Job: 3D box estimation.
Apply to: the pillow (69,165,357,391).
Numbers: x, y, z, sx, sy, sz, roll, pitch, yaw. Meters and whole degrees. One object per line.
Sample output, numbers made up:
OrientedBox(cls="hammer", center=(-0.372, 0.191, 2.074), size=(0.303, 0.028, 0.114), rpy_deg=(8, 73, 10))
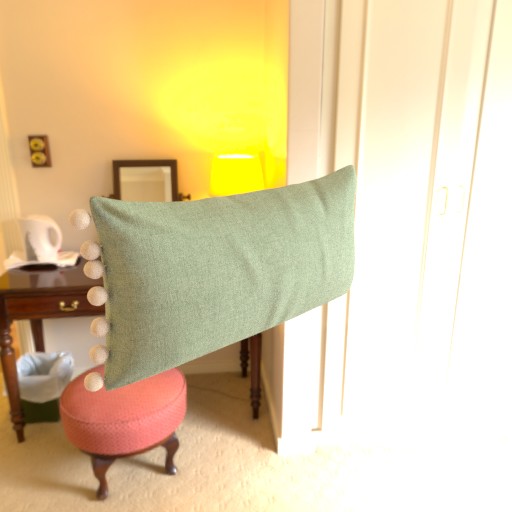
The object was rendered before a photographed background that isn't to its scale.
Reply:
OrientedBox(cls="pillow", center=(0.000, 0.000, 0.869), size=(0.709, 0.322, 0.201), rpy_deg=(-15, 21, -43))
